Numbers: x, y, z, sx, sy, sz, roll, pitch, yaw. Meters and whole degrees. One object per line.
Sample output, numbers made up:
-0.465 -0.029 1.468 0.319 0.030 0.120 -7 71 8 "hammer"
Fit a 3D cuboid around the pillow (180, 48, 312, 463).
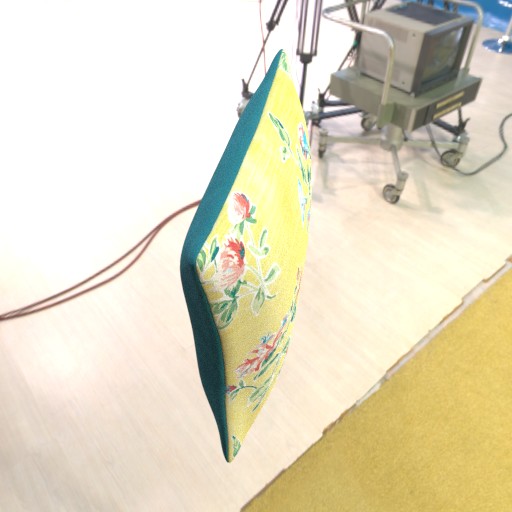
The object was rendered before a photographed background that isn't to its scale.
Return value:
0.000 0.000 0.771 0.166 0.508 0.525 8 46 8 "pillow"
